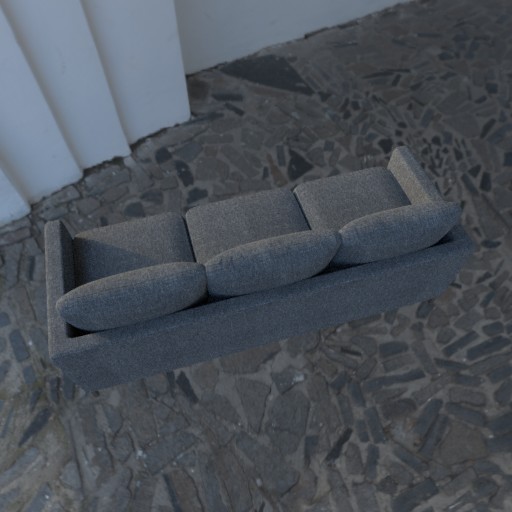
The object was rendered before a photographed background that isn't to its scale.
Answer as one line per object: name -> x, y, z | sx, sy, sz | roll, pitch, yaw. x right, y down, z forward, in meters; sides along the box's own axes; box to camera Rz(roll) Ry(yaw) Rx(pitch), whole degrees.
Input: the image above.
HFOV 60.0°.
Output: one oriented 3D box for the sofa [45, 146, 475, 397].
sofa -> 0.000, 0.000, 2.594 | 2.218, 0.874, 0.859 | -14, 58, -9
